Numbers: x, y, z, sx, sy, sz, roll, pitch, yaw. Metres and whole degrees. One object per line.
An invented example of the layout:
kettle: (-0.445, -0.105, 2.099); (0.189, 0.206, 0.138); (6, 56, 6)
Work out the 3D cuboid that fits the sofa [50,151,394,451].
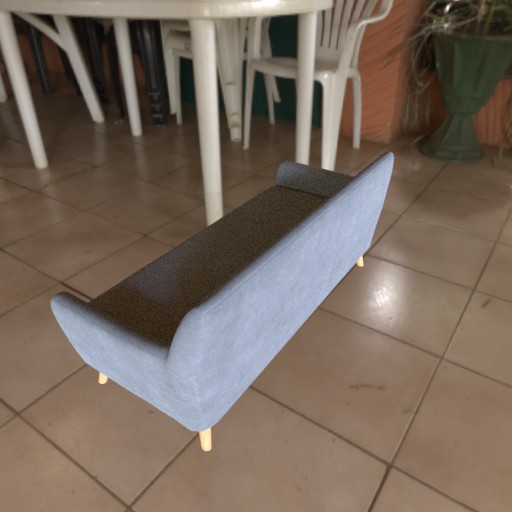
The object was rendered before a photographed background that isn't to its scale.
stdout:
sofa: (0.000, 0.000, 2.432); (0.830, 0.830, 1.970); (20, 37, 28)
